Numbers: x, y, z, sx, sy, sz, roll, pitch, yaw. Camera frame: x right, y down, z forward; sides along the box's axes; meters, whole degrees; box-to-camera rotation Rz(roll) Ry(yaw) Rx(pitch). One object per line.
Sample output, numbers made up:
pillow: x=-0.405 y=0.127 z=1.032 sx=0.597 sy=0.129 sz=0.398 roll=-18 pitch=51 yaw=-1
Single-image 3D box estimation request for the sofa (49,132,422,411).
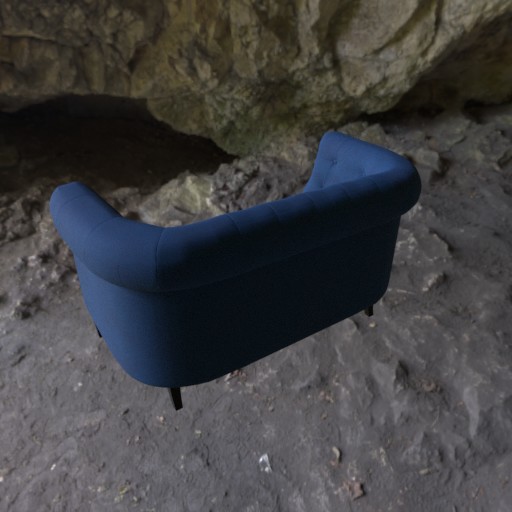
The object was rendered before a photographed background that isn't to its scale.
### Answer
sofa: x=0.000 y=0.000 z=2.038 sx=1.558 sy=0.827 sz=0.835 roll=-19 pitch=35 yaw=-29
